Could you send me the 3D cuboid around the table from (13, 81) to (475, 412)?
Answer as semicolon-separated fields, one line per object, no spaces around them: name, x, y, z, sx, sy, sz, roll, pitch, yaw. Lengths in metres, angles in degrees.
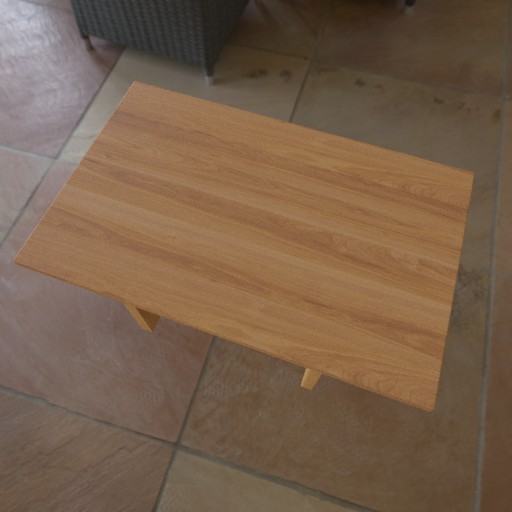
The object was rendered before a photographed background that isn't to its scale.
table;0.000;0.000;1.450;1.100;0.510;0.700;18;65;9
